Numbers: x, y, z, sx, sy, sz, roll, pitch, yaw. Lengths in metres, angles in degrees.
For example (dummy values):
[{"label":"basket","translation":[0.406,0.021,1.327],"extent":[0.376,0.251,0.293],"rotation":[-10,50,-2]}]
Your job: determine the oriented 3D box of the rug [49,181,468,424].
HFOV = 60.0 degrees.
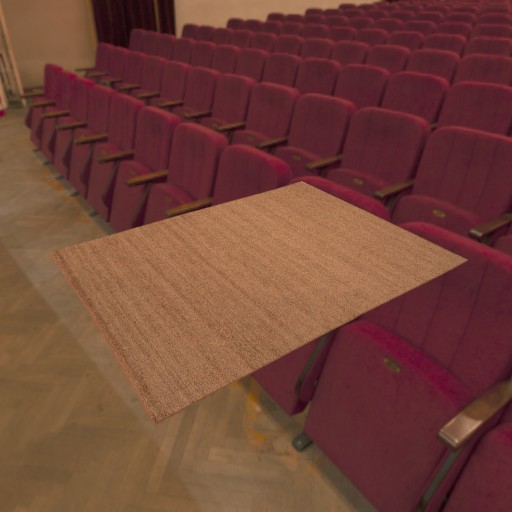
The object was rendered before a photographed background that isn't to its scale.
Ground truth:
[{"label":"rug","translation":[0.000,0.000,4.998],"extent":[3.778,0.053,2.873],"rotation":[-20,36,-29]}]
